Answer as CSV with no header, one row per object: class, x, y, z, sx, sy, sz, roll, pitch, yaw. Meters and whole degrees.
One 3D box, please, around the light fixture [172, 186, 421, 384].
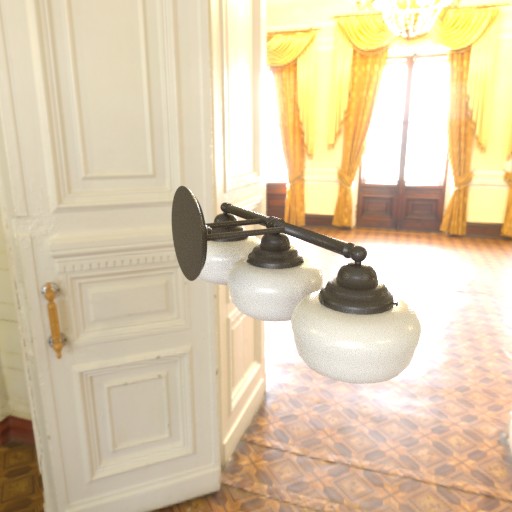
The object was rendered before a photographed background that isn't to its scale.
light fixture,0.000,0.000,0.734,0.239,0.242,0.587,-8,17,-26
